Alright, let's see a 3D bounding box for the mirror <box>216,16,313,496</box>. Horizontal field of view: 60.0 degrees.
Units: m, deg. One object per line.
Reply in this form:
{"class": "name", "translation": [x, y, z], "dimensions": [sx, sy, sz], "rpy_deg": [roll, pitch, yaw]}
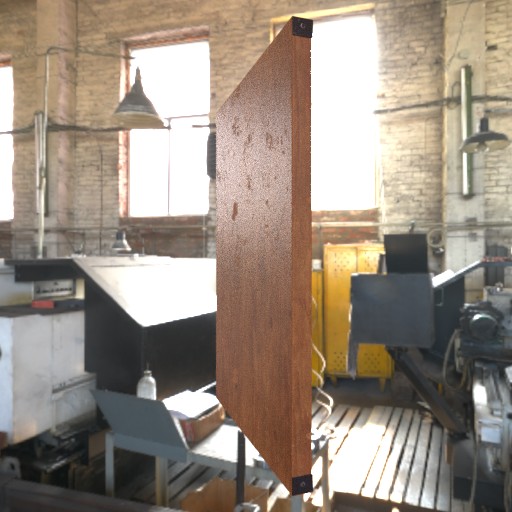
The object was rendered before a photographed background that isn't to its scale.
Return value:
{"class": "mirror", "translation": [0.000, 0.000, 0.951], "dimensions": [0.053, 0.761, 0.517], "rpy_deg": [0, 0, -19]}
